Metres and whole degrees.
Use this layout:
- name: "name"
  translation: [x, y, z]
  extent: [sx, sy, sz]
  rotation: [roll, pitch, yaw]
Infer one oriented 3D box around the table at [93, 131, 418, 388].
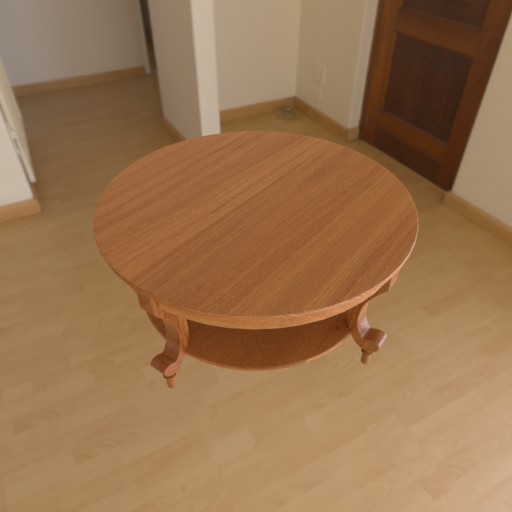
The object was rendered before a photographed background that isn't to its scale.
- name: "table"
  translation: [0.000, 0.000, 1.602]
  extent: [1.029, 0.490, 1.029]
  rotation: [0, 40, 0]
